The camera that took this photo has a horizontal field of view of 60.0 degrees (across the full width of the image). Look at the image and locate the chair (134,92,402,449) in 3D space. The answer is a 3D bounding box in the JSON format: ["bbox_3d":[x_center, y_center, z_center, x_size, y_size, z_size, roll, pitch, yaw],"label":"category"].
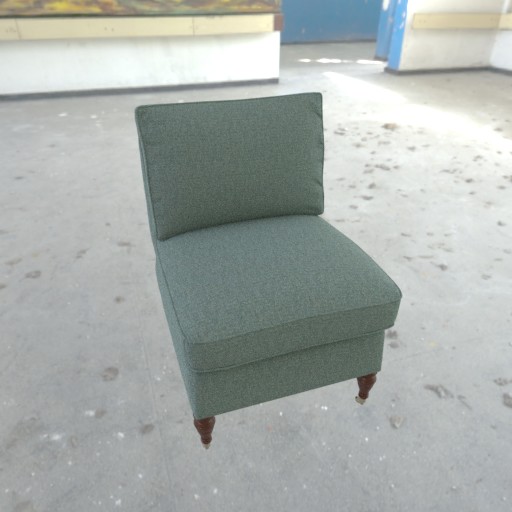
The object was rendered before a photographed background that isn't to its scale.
[{"bbox_3d":[0.000,0.000,1.439,0.624,0.901,0.796,-10,33,-16],"label":"chair"}]
